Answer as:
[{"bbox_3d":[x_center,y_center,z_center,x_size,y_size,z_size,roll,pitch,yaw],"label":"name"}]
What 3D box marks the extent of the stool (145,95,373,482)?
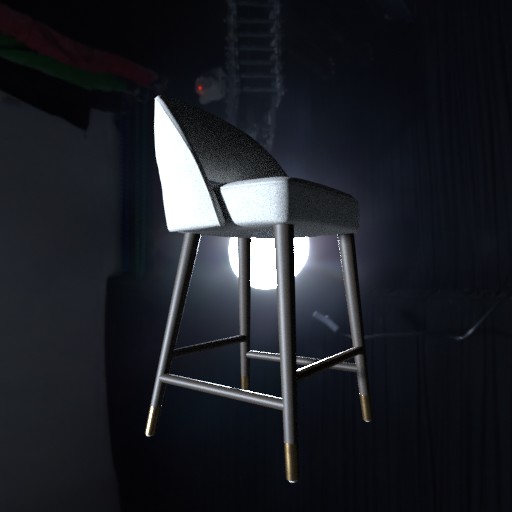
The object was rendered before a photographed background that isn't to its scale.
[{"bbox_3d":[0.000,0.000,1.238,0.509,0.940,0.494,-1,-1,35],"label":"stool"}]
